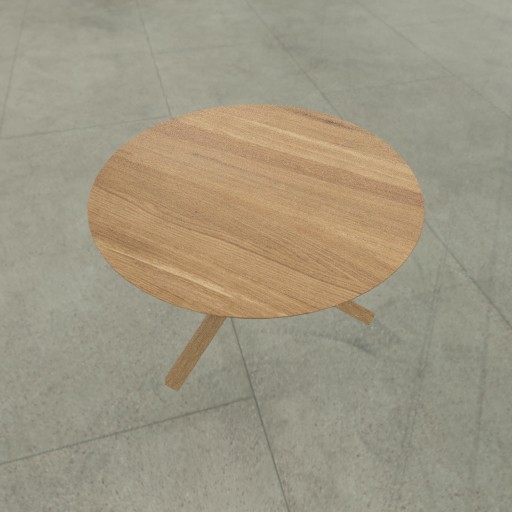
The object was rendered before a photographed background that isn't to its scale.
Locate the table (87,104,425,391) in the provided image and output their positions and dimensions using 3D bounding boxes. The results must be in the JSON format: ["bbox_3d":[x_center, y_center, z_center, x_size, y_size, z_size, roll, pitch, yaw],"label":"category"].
[{"bbox_3d":[0.000,0.000,1.651,1.038,0.666,1.038,0,47,0],"label":"table"}]
